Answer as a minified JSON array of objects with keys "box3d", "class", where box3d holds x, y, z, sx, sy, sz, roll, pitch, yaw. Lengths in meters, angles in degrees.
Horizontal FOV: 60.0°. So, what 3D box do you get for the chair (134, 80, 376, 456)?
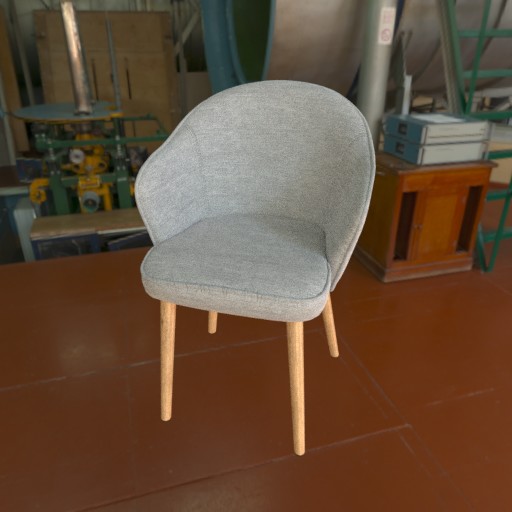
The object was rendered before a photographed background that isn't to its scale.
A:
[{"box3d":[0.000,0.000,1.137,0.540,0.800,0.530,8,27,15],"class":"chair"}]
